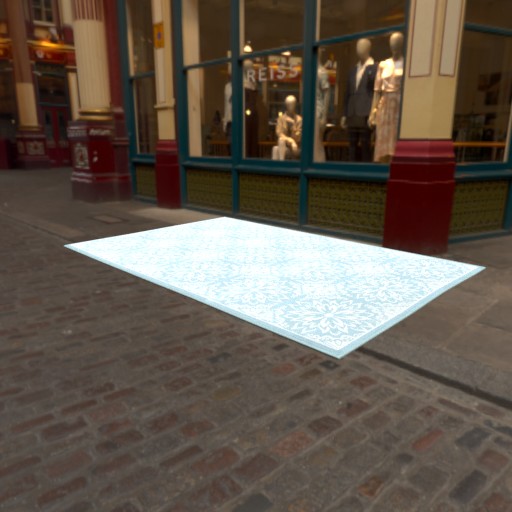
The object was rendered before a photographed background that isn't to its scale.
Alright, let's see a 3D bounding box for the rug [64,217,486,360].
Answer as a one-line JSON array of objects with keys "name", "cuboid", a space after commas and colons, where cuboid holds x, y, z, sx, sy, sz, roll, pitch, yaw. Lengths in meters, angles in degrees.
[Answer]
[{"name": "rug", "cuboid": [0.000, 0.000, 2.288, 1.840, 0.012, 1.219, 15, 21, 42]}]
